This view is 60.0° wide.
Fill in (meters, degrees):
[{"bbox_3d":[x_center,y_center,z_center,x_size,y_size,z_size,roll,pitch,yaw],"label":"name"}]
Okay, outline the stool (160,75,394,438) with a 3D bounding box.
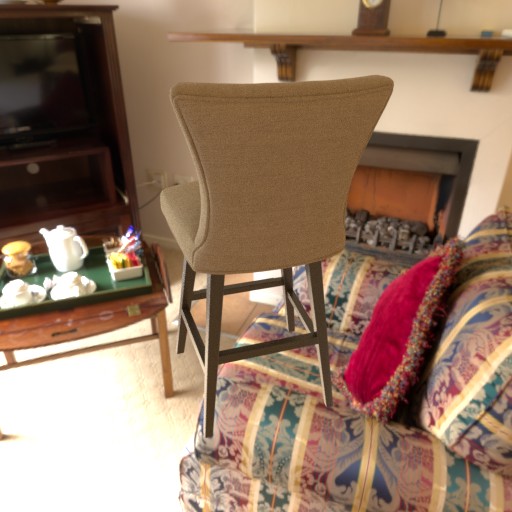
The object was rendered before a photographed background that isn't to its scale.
[{"bbox_3d":[0.000,0.000,1.389,0.514,1.086,0.574,-8,29,-15],"label":"stool"}]
